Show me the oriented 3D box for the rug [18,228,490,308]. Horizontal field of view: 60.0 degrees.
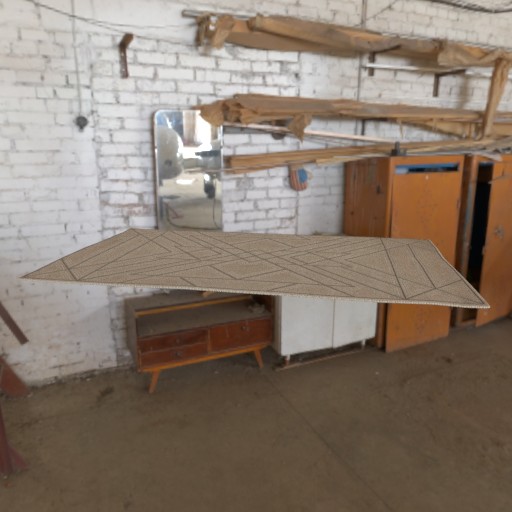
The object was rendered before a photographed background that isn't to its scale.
[{"bbox_3d":[0.000,0.000,1.038,0.869,0.008,0.511,3,15,10],"label":"rug"}]
